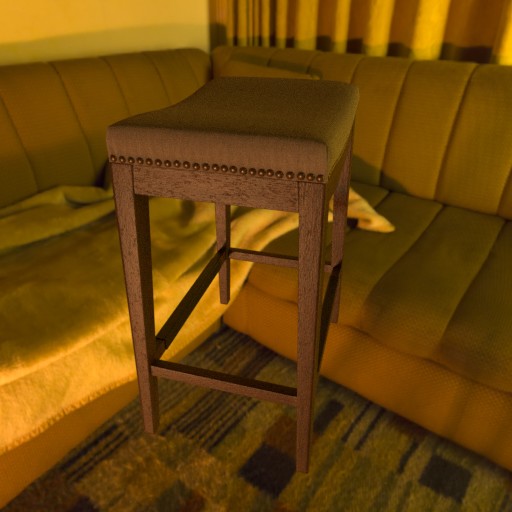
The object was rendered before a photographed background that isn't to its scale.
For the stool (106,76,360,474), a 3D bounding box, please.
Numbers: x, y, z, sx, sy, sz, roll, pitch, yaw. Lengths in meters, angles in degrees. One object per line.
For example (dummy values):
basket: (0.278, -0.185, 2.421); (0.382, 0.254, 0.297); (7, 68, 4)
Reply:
stool: (0.000, 0.000, 0.956); (0.356, 0.660, 0.508); (8, 31, 14)
